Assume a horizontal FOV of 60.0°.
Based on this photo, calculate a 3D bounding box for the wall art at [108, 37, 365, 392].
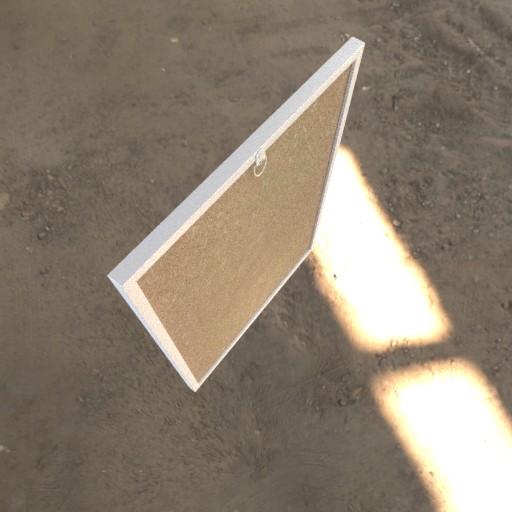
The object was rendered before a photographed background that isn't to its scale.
[{"bbox_3d":[0.000,0.000,1.395,0.042,1.056,0.805,35,68,16],"label":"wall art"}]
